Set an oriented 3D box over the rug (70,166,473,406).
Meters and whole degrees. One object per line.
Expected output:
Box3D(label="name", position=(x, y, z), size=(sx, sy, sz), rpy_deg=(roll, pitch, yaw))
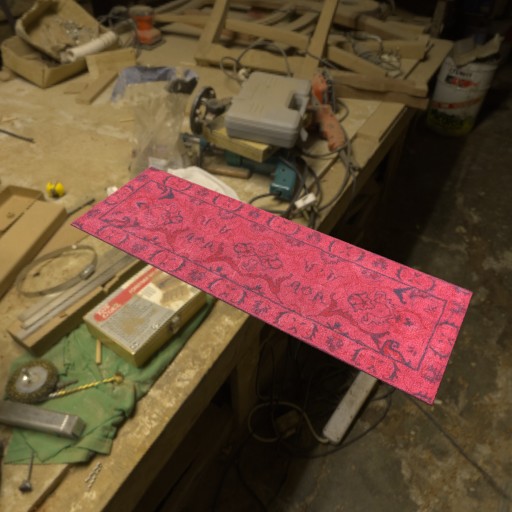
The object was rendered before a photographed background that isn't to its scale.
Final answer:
Box3D(label="rug", position=(0.000, 0.000, 2.762), size=(2.439, 0.018, 0.813), rpy_deg=(24, 50, 22))
